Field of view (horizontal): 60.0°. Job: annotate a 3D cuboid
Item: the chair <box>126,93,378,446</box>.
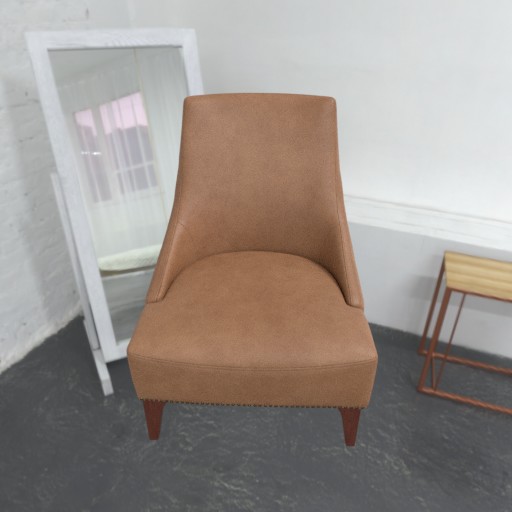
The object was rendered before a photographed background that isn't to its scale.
[{"bbox_3d":[0.000,0.000,1.502,0.701,0.909,0.861,1,31,2],"label":"chair"}]
